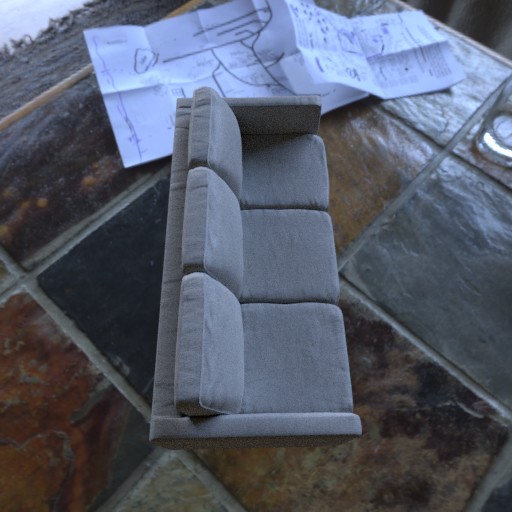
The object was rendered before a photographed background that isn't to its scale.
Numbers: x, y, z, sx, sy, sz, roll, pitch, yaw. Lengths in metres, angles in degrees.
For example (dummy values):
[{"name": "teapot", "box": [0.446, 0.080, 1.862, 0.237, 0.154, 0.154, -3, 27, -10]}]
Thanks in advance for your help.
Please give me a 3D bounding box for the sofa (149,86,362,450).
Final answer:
[{"name": "sofa", "box": [0.000, 0.000, 2.528, 0.944, 0.918, 1.983, -1, 63, -1]}]
